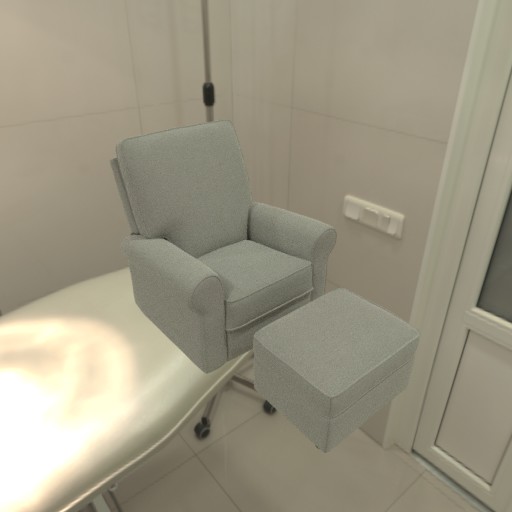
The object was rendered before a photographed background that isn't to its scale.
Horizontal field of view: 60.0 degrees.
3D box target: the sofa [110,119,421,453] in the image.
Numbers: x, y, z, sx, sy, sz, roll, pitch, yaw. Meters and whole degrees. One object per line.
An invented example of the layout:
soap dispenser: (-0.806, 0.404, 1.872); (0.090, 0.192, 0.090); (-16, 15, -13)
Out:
sofa: (0.000, 0.000, 2.058); (0.880, 0.959, 1.478); (-22, 37, -34)
